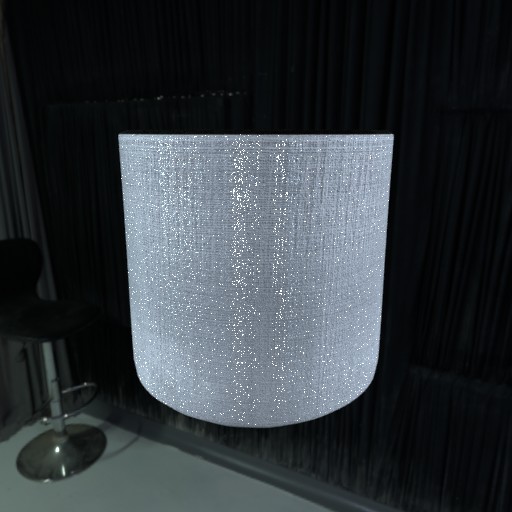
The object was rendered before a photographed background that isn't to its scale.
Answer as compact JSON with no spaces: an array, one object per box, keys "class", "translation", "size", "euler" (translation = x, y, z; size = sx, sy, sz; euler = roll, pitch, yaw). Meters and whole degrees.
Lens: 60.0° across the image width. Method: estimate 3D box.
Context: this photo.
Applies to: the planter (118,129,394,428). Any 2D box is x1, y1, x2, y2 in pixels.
[{"class":"planter","translation":[0.000,0.000,0.285],"size":[0.160,0.156,0.160],"euler":[0,16,0]}]
